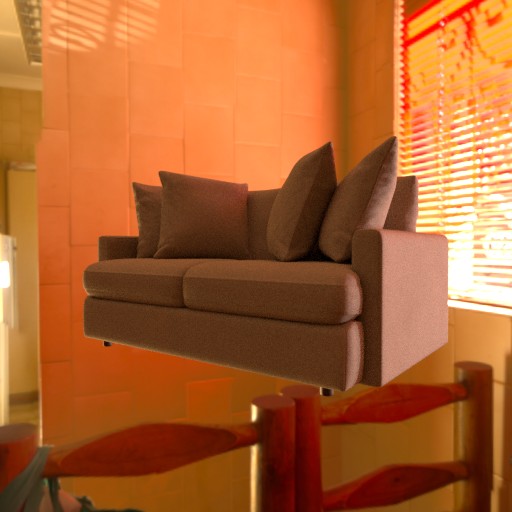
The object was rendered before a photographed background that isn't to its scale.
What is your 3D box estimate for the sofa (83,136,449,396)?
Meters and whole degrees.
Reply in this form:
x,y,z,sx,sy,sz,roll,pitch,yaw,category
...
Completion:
x,y,z,sx,sy,sz,roll,pitch,yaw,category
0.000,0.000,2.606,1.869,1.080,1.228,1,1,37,sofa
